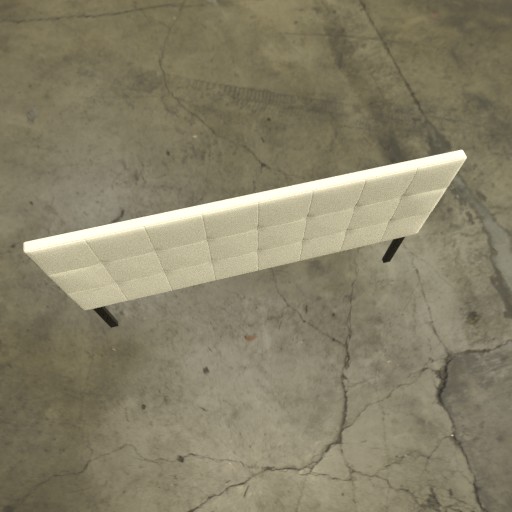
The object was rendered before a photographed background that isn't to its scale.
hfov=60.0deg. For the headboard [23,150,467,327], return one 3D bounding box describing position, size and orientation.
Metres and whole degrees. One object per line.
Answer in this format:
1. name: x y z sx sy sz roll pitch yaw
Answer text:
1. headboard: 0.000 0.000 2.919 2.362 1.410 0.120 -13 64 -6
